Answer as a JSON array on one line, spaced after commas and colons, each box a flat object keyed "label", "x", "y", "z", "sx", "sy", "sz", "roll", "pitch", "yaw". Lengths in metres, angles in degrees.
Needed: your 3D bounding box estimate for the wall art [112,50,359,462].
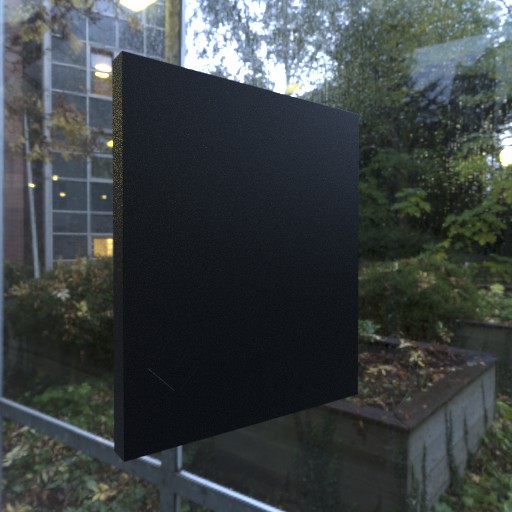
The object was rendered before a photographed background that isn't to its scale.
[{"label": "wall art", "x": 0.000, "y": 0.000, "z": 0.517, "sx": 0.325, "sy": 0.380, "sz": 0.028, "roll": -1, "pitch": 1, "yaw": -36}]
